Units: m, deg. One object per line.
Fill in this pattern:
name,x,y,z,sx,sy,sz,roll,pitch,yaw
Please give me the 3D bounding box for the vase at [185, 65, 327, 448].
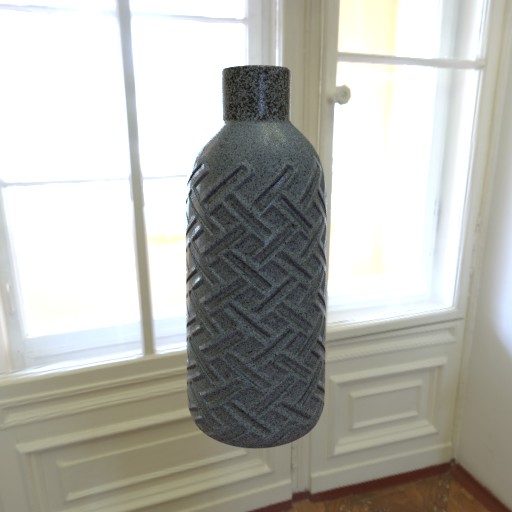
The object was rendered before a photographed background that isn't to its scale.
vase,0.000,0.000,0.362,0.122,0.282,0.122,0,16,0
